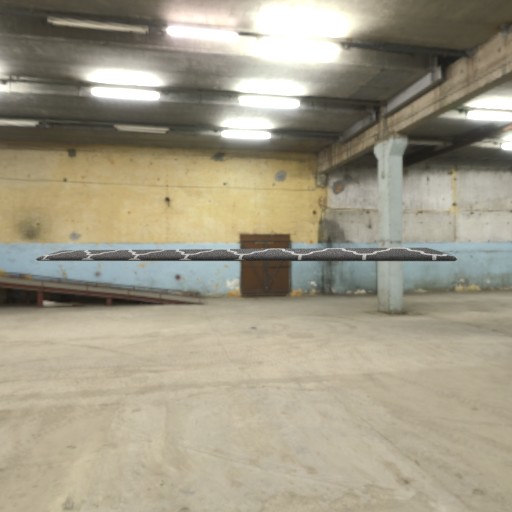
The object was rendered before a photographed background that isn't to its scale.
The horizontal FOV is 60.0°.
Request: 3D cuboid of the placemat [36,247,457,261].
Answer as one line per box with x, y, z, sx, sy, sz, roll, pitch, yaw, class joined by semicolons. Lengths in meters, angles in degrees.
0.000;0.000;0.979;0.762;0.021;0.508;0;-1;17;placemat
